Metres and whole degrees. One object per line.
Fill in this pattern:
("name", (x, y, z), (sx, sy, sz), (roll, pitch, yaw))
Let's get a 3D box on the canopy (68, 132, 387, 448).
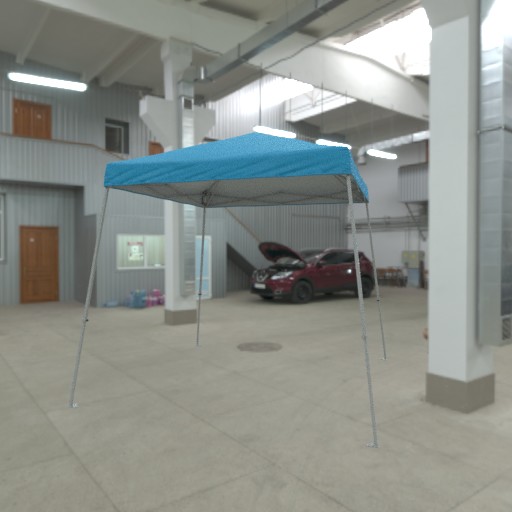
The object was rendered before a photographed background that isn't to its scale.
("canopy", (0.000, 0.000, 6.466), (3.600, 3.600, 3.599), (0, 1, 18))
